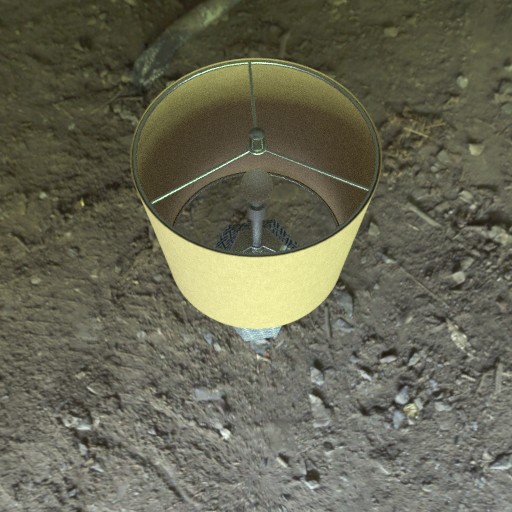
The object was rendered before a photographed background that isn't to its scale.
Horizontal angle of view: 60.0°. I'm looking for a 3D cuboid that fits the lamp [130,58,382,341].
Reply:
[{"bbox_3d":[0.000,0.000,0.854,0.320,0.682,0.320,-31,68,-14],"label":"lamp"}]
